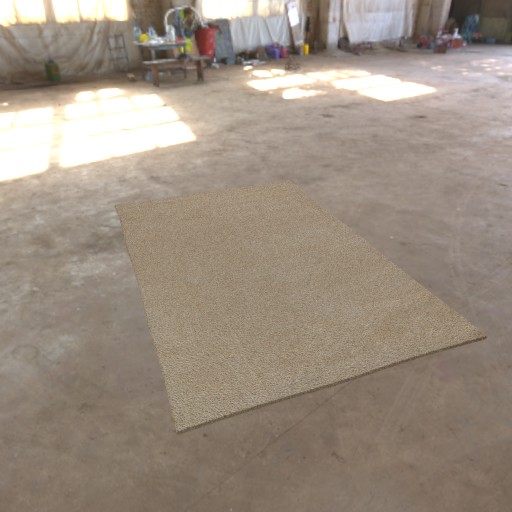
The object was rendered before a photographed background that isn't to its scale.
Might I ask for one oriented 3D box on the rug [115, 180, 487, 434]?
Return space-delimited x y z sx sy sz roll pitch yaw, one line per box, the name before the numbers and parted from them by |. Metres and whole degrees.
rug | 0.000 0.000 3.350 1.800 0.025 2.699 -11 32 -18
